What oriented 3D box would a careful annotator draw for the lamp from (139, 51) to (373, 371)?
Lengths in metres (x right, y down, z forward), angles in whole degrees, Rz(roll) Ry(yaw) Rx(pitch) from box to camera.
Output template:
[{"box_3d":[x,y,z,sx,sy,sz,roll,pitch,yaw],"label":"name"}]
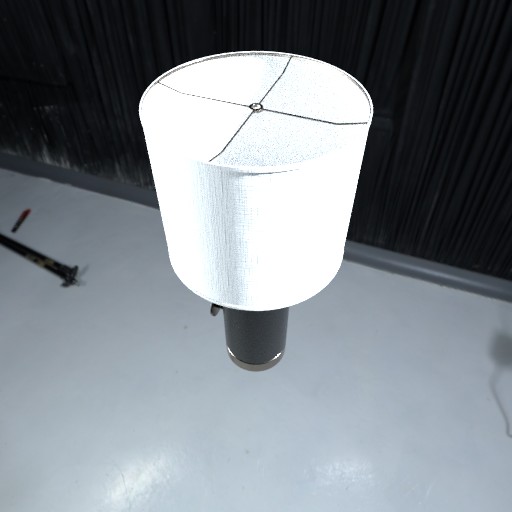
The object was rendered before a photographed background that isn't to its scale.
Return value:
[{"box_3d":[0.000,0.000,0.640,0.240,0.482,0.241,16,49,14],"label":"lamp"}]
